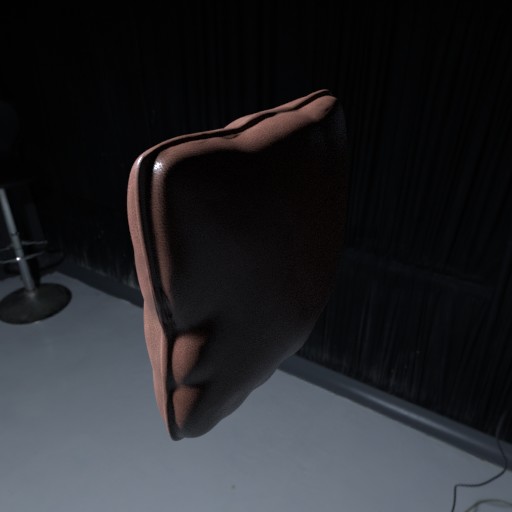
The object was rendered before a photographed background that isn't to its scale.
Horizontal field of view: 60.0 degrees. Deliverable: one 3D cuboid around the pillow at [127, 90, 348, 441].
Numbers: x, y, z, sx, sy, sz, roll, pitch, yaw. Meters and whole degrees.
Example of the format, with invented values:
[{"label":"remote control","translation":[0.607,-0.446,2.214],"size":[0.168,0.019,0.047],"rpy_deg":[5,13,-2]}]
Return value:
[{"label":"pillow","translation":[0.000,0.000,0.820],"size":[0.236,0.523,0.532],"rpy_deg":[19,35,29]}]
